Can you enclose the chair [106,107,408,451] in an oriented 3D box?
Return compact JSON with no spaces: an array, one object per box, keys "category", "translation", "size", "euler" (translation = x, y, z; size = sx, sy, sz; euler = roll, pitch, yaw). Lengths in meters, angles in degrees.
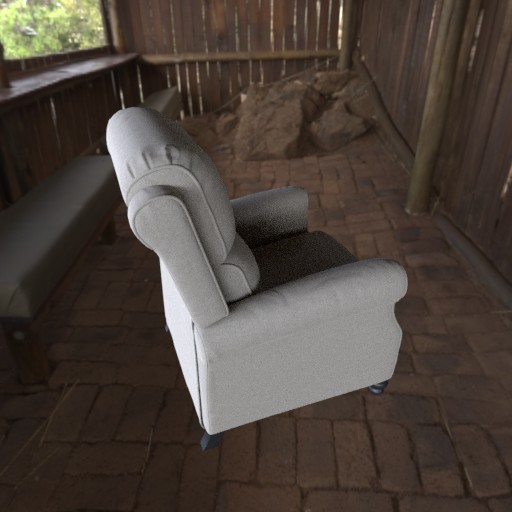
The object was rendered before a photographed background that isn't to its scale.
[{"category":"chair","translation":[0.000,0.000,1.679],"size":[0.919,1.046,0.859],"euler":[-10,31,-18]}]
